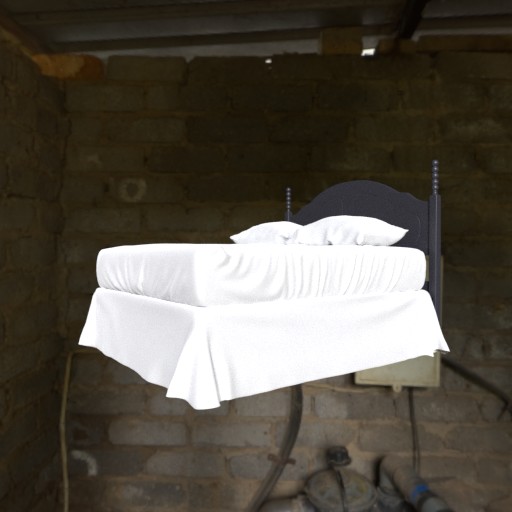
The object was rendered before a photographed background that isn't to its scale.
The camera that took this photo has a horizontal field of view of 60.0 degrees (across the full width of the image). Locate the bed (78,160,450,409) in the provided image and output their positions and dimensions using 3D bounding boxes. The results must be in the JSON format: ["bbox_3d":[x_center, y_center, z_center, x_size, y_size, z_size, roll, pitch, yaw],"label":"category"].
[{"bbox_3d":[0.000,0.000,3.190,2.040,1.356,1.873,0,0,-36],"label":"bed"}]
